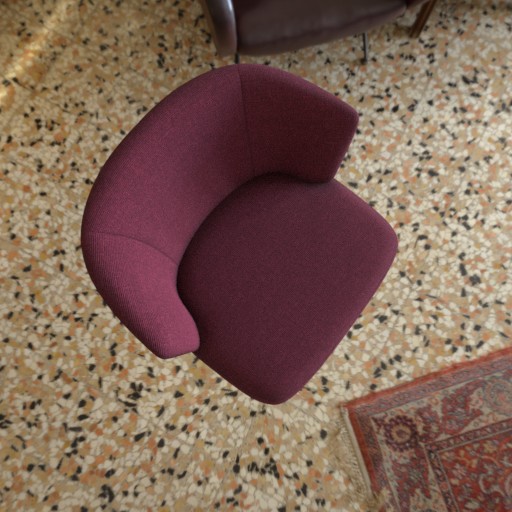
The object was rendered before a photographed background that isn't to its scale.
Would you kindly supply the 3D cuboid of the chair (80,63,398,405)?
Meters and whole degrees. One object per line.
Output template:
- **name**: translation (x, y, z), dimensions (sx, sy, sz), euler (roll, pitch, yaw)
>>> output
- **chair**: translation (0.000, 0.000, 1.271), dimensions (0.660, 0.760, 0.700), euler (37, 79, 9)
